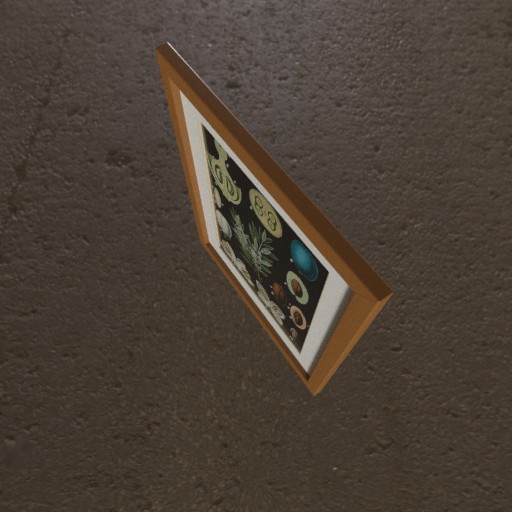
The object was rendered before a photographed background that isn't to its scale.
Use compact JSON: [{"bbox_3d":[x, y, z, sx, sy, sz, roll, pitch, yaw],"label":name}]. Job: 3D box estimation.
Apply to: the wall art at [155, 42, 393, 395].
[{"bbox_3d":[0.000,0.000,0.765,0.021,0.550,0.449,-32,68,-15],"label":"wall art"}]
